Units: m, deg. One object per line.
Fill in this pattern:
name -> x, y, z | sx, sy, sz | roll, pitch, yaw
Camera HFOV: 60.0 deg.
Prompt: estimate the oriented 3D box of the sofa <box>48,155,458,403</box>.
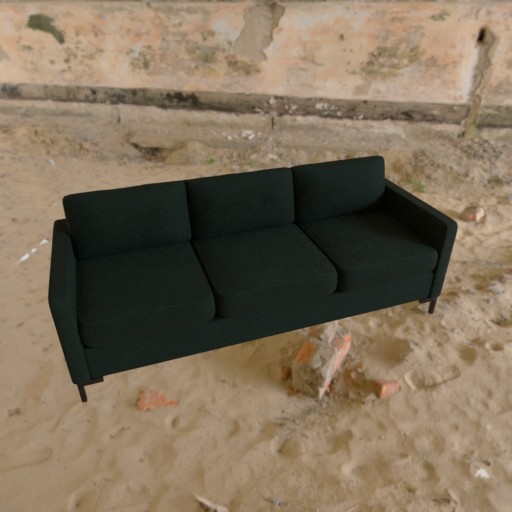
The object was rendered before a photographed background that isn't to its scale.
sofa -> 0.000, 0.000, 2.681 | 2.218, 0.870, 0.859 | -10, 33, -17
